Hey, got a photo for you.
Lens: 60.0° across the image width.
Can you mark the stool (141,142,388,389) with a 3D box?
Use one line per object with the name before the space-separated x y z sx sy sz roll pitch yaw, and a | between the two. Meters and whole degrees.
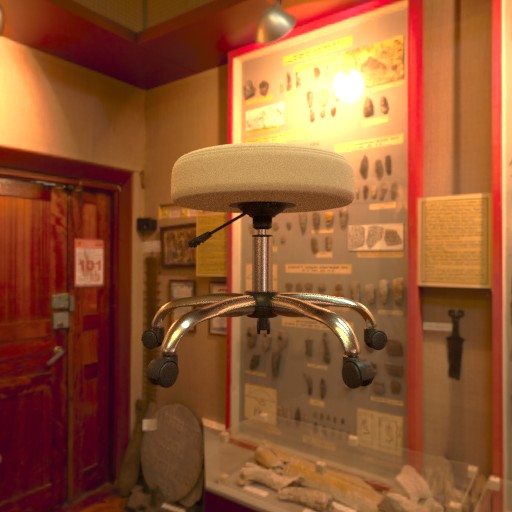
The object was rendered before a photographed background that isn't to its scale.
stool | 0.000 0.000 1.042 0.634 0.482 0.614 0 0 38
